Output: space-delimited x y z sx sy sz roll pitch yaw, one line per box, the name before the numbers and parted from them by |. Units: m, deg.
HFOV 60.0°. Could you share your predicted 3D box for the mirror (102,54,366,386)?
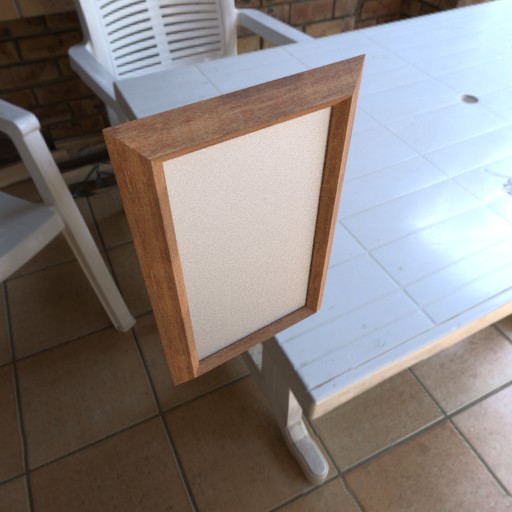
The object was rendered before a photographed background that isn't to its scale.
mirror | 0.000 0.000 1.301 0.651 1.010 0.047 -24 51 -21
